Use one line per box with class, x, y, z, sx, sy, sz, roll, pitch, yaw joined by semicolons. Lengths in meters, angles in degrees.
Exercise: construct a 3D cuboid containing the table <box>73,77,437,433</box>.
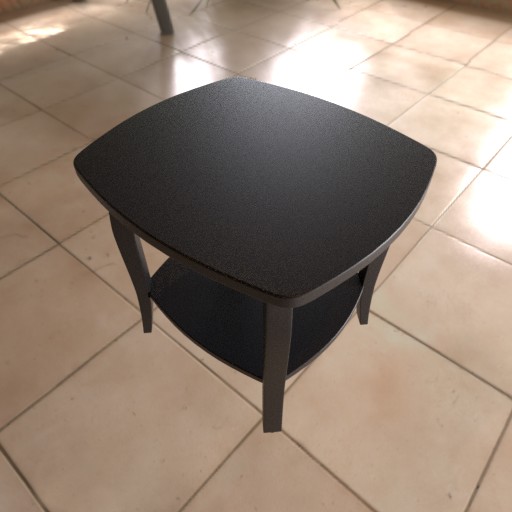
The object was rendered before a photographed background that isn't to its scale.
table;0.000;0.000;0.867;0.508;0.457;0.457;31;54;26
